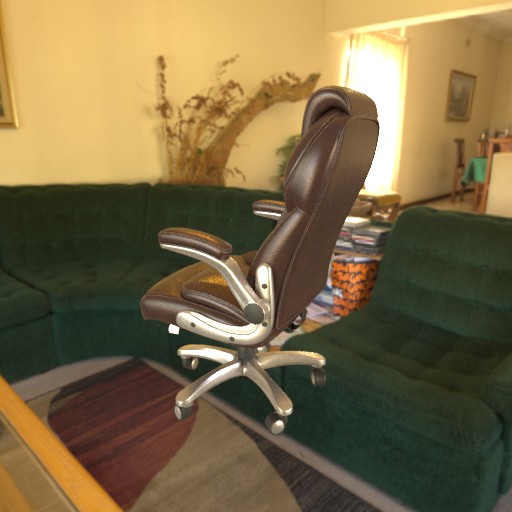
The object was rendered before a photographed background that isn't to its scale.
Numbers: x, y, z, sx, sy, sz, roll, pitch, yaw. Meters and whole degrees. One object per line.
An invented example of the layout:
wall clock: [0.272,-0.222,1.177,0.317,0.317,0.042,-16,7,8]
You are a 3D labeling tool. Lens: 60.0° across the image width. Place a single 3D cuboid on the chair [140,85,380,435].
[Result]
chair: [0.000,0.000,1.668,0.774,1.160,0.733,8,17,26]
